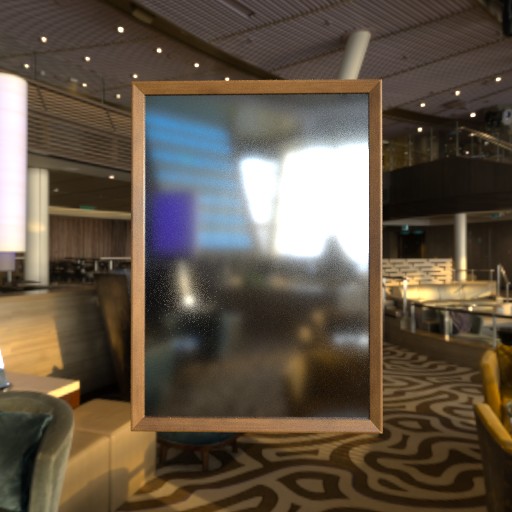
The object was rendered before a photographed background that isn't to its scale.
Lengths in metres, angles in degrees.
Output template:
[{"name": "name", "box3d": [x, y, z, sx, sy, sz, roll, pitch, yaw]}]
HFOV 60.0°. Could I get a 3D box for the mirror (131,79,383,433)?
[{"name": "mirror", "box3d": [0.000, 0.000, 0.913, 0.508, 0.711, 0.039, 0, 0, 1]}]
